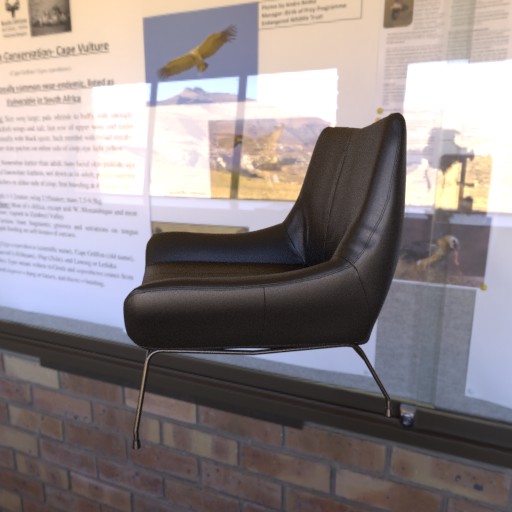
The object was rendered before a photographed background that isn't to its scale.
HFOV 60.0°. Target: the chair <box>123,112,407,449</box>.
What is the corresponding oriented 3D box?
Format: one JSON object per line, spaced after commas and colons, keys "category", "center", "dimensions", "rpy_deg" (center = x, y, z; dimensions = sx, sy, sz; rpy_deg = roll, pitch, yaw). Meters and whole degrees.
{"category": "chair", "center": [0.000, 0.000, 1.562], "dimensions": [0.826, 0.922, 0.836], "rpy_deg": [-2, 13, -9]}
